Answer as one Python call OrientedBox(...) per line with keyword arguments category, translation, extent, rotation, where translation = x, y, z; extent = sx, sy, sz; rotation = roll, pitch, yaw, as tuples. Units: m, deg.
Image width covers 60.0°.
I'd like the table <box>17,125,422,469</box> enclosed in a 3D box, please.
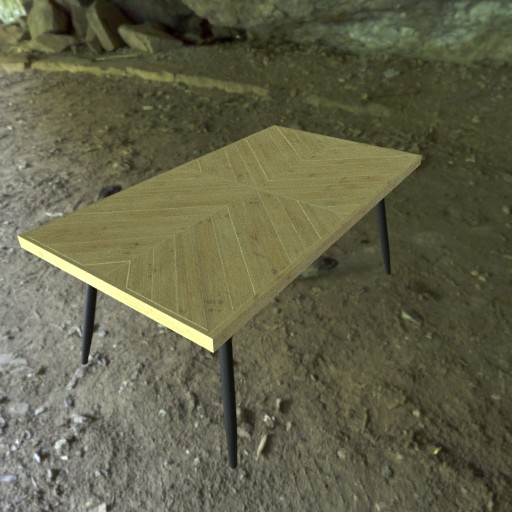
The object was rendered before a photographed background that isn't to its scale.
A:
OrientedBox(category="table", translation=(0.000, 0.000, 2.304), extent=(0.991, 0.762, 1.803), rotation=(21, 38, 29))
